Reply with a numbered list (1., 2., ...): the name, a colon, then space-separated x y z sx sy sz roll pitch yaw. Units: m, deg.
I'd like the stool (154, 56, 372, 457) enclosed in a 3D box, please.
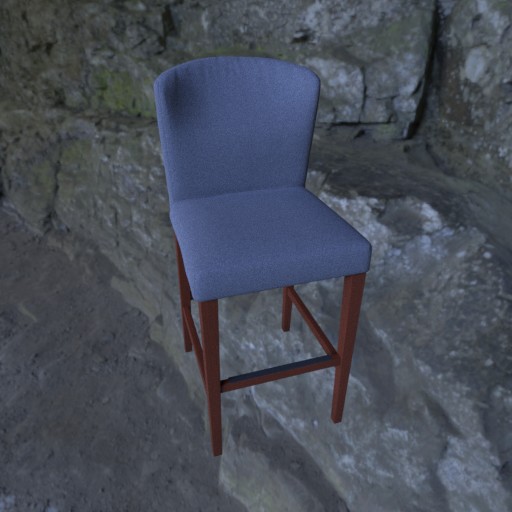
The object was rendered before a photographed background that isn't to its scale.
1. stool: 0.000 0.000 1.358 0.481 1.069 0.568 -9 31 -15
